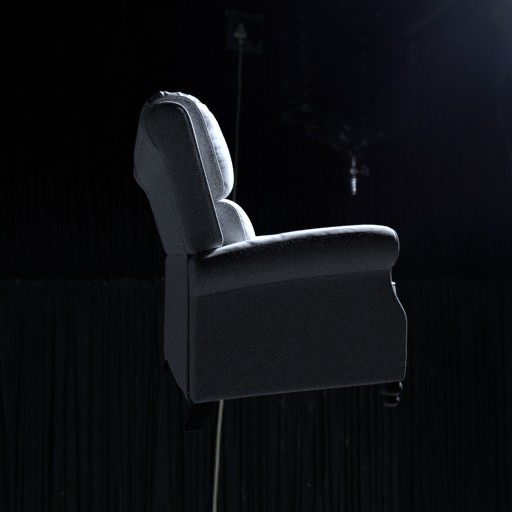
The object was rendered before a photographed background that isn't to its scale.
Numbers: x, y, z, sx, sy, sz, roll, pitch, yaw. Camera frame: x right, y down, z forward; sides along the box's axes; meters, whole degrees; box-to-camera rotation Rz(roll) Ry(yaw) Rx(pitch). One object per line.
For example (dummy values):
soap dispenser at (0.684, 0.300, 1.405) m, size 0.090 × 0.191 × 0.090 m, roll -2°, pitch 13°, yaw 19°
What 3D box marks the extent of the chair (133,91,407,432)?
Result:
chair at (0.000, 0.000, 1.761) m, size 0.919 × 1.046 × 0.859 m, roll 0°, pitch 0°, yaw -17°
